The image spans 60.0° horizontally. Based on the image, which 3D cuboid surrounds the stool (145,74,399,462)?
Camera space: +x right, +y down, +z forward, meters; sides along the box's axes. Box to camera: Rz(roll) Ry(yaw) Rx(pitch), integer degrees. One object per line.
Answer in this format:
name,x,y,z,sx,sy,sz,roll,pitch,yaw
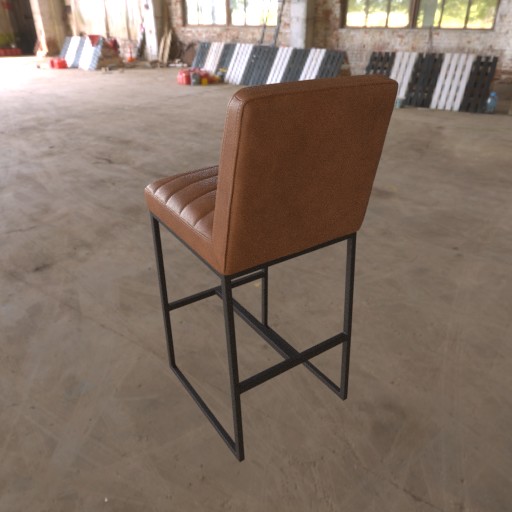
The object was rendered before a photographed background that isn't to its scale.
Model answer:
stool,0.000,0.000,1.332,0.458,1.040,0.556,-18,34,-30
